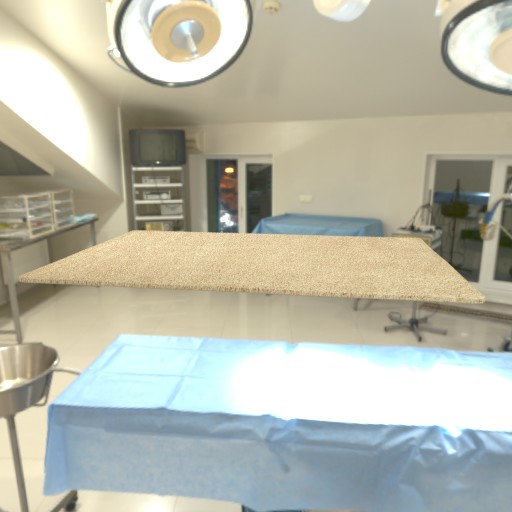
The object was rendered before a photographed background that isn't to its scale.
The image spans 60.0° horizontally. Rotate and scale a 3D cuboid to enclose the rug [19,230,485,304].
[{"bbox_3d":[0.000,0.000,2.885,2.349,0.025,1.500,2,13,9],"label":"rug"}]
